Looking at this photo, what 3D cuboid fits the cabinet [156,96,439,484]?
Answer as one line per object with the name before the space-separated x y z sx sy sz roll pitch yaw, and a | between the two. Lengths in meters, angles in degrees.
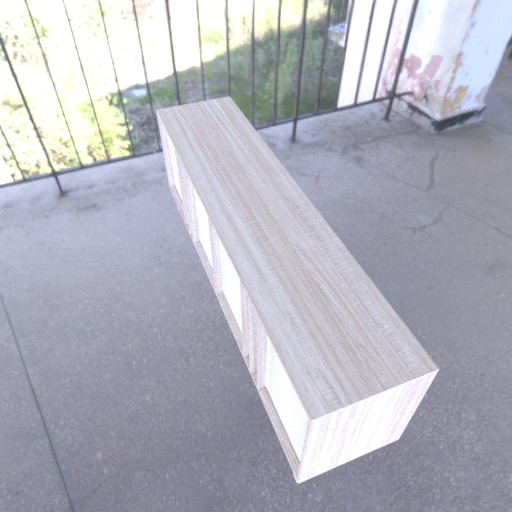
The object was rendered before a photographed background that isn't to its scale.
cabinet | 0.000 0.000 2.474 0.500 0.780 2.200 -16 48 -15
